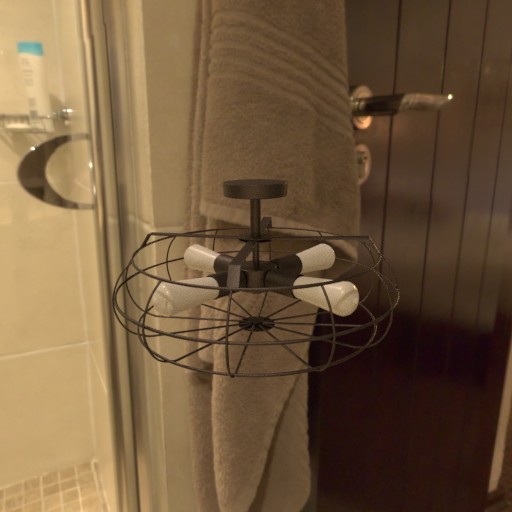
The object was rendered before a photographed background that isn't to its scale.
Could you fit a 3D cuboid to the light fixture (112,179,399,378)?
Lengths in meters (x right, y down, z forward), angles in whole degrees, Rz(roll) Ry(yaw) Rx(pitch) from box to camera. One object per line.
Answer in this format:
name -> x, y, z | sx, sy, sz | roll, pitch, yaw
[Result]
light fixture -> 0.000, 0.000, 0.931 | 0.582, 0.311, 0.582 | 0, 14, 0
